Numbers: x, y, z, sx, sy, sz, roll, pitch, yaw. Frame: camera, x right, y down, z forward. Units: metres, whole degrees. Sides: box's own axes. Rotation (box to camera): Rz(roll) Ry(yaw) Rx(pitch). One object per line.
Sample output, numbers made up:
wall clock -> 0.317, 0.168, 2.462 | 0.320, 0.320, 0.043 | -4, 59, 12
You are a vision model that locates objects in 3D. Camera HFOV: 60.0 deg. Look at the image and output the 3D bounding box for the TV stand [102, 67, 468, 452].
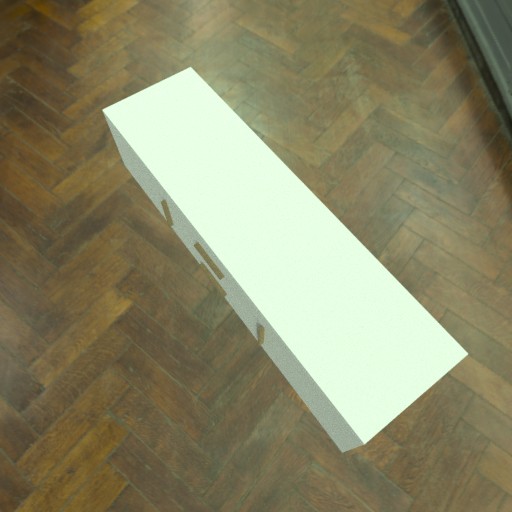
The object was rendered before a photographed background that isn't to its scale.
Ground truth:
TV stand -> 0.000, 0.000, 1.653 | 0.401, 0.560, 1.398 | -33, 67, -16
